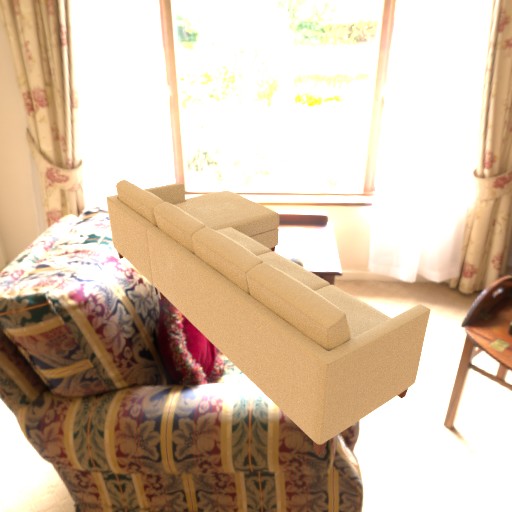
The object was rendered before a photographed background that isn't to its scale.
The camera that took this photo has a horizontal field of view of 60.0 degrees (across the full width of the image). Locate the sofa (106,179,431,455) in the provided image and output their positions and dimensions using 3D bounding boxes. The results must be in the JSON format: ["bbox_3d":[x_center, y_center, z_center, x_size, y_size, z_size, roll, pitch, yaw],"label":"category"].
[{"bbox_3d":[0.000,0.000,4.136,1.599,0.954,3.471,-18,31,-32],"label":"sofa"}]
